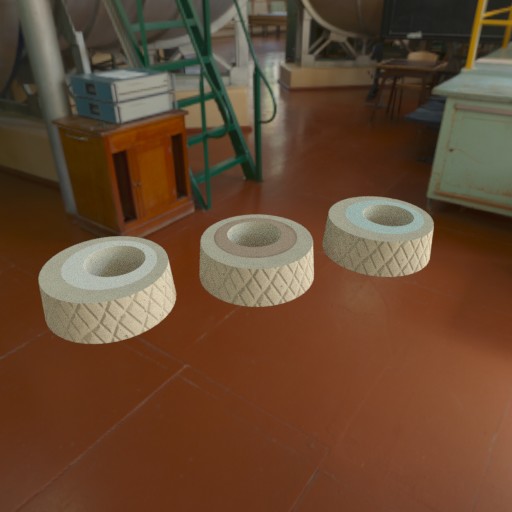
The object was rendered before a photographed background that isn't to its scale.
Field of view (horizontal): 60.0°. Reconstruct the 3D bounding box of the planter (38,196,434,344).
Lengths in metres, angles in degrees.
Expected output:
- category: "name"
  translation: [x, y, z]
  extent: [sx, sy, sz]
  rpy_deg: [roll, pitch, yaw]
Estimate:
- category: "planter"
  translation: [0.000, 0.000, 0.433]
  extent: [0.390, 0.038, 0.114]
  rpy_deg: [-11, 33, -17]
